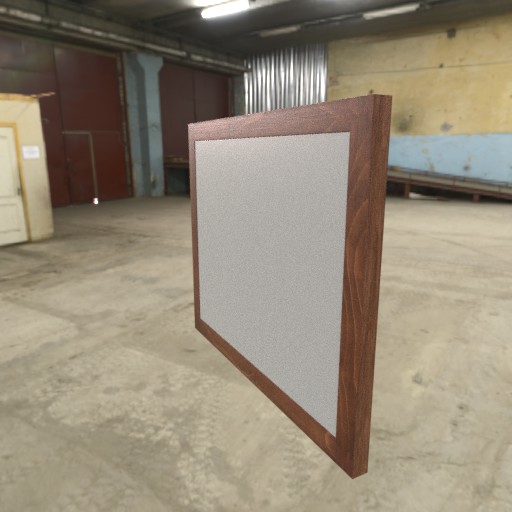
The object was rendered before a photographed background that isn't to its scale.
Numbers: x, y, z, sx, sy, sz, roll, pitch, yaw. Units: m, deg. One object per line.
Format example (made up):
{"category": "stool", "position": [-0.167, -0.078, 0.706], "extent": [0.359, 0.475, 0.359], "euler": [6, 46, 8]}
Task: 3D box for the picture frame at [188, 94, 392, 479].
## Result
{"category": "picture frame", "position": [0.000, 0.000, 0.749], "extent": [0.025, 0.457, 0.559], "euler": [-7, 15, -27]}
